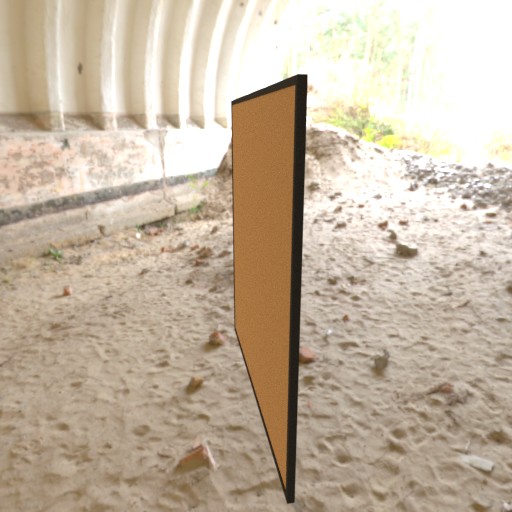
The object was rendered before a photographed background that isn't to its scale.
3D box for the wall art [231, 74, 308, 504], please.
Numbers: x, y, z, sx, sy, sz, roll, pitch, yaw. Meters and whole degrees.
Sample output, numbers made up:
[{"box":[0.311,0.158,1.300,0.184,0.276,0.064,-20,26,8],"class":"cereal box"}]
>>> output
[{"box":[0.000,0.000,0.955,0.015,0.663,0.664,-3,17,-10],"class":"wall art"}]
